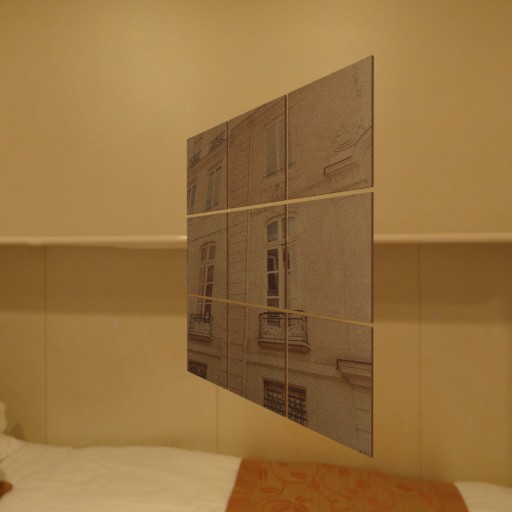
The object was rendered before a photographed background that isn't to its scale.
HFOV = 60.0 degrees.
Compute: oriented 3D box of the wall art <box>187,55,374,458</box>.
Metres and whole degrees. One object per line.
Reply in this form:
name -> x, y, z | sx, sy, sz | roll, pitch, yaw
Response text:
wall art -> 0.000, 0.000, 2.299 | 0.023, 1.522, 1.526 | 0, 0, -36
